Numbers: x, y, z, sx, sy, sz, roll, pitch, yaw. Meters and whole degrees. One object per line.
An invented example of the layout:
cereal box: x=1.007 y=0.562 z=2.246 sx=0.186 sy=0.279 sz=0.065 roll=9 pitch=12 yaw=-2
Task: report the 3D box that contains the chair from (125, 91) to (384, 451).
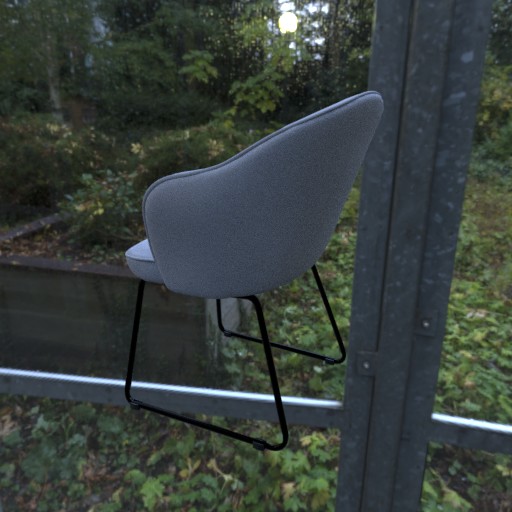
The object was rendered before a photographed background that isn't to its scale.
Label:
chair: x=0.000 y=0.000 z=1.193 sx=0.592 sy=0.817 sz=0.570 roll=9 pitch=20 yaw=26
